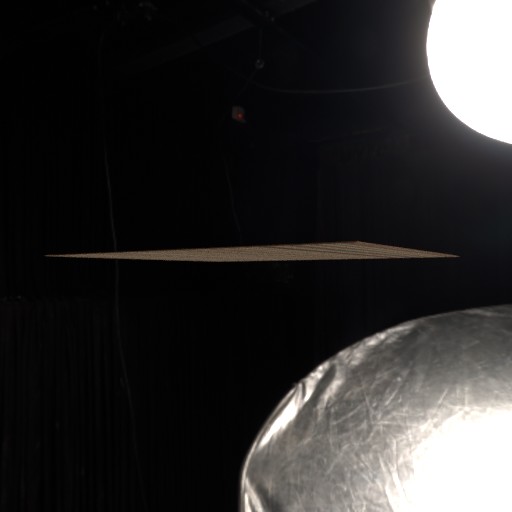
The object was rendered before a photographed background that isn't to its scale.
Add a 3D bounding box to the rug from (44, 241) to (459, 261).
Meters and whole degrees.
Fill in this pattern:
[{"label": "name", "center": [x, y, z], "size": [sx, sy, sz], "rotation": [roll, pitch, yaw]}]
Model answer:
[{"label": "rug", "center": [0.000, 0.000, 4.144], "size": [3.045, 0.011, 2.436], "rotation": [-2, -3, 36]}]
